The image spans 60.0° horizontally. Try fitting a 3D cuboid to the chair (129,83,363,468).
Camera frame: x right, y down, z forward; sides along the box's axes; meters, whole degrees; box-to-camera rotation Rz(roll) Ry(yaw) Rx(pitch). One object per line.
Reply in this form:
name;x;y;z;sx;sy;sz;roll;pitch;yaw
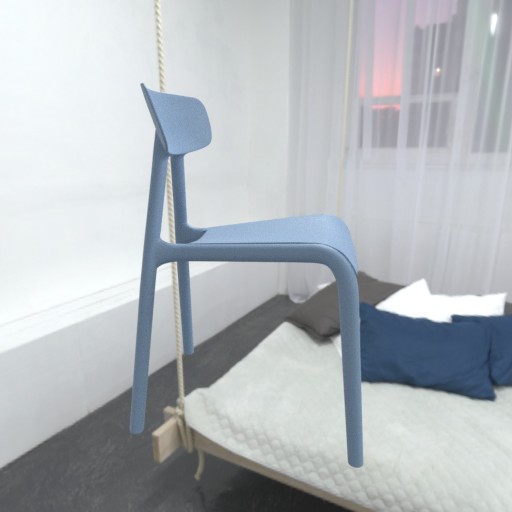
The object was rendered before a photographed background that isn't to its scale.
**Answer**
chair;0.000;0.000;0.818;0.401;0.580;0.356;2;15;9
